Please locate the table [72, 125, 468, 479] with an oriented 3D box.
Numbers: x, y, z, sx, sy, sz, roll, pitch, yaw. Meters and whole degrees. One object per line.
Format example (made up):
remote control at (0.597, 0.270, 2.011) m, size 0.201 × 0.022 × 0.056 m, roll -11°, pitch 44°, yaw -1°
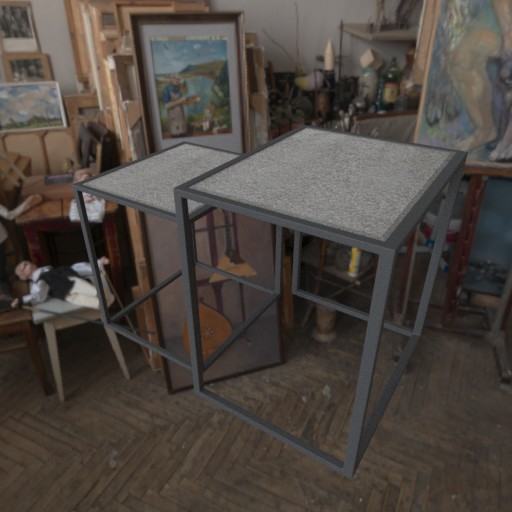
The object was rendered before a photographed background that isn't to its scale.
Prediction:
table at (0.000, 0.000, 1.121) m, size 0.788 × 0.540 × 0.508 m, roll 19°, pitch 36°, yaw 28°
